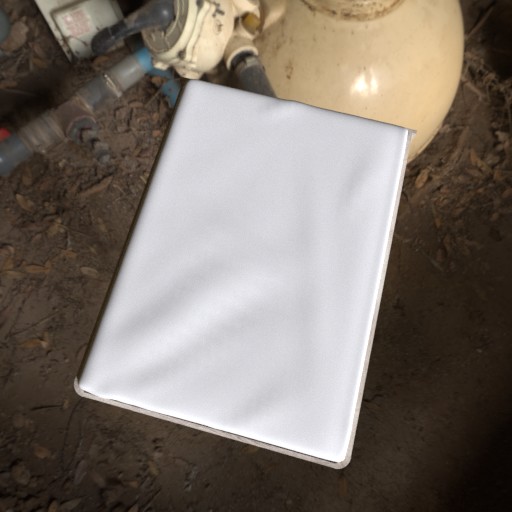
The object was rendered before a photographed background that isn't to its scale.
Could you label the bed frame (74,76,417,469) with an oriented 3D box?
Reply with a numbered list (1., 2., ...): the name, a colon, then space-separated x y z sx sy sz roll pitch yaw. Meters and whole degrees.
1. bed frame: 0.000 0.000 2.576 1.490 0.462 1.950 14 75 4
